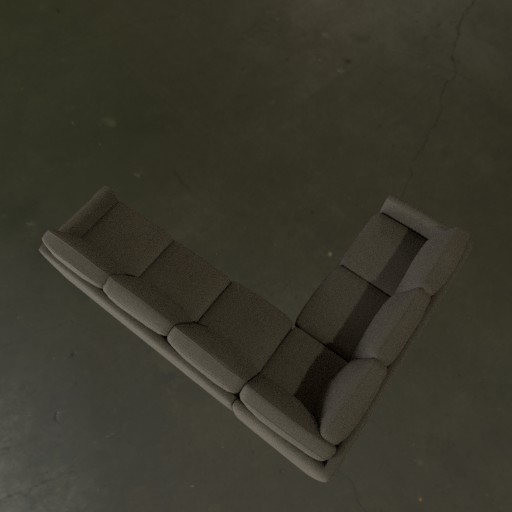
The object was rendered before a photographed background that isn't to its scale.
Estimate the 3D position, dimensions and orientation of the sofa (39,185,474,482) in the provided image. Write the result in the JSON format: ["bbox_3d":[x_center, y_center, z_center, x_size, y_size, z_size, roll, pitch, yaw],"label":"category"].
[{"bbox_3d":[0.000,0.000,4.388,3.302,0.947,2.593,34,70,15],"label":"sofa"}]
